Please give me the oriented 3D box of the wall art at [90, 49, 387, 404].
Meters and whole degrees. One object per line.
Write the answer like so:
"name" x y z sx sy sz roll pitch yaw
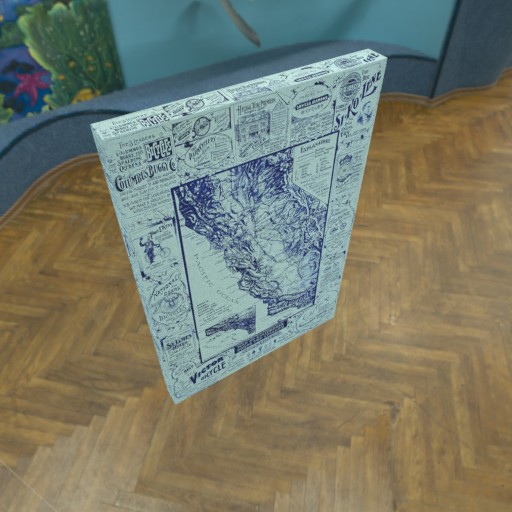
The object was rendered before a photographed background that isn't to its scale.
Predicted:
"wall art" 0.000 0.000 0.479 0.255 0.376 0.025 -24 50 -22
